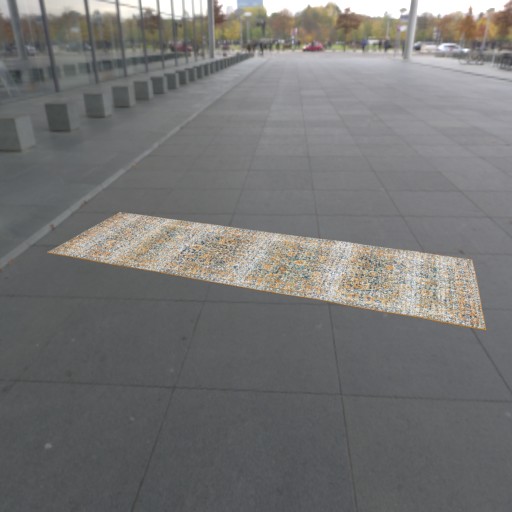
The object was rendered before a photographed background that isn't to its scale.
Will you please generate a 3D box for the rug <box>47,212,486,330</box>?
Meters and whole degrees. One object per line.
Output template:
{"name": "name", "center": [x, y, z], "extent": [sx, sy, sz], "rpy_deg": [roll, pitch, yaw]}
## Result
{"name": "rug", "center": [0.000, 0.000, 2.495], "extent": [2.294, 0.014, 0.704], "rpy_deg": [9, 27, 17]}
